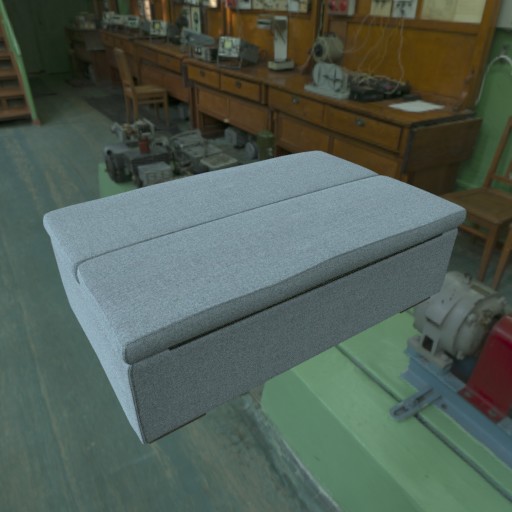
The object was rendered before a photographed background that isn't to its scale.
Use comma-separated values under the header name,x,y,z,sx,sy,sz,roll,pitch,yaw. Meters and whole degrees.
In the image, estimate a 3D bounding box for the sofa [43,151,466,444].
name,x,y,z,sx,sy,sz,roll,pitch,yaw
sofa,0.000,0.000,1.624,1.250,0.434,0.817,-19,36,-28
